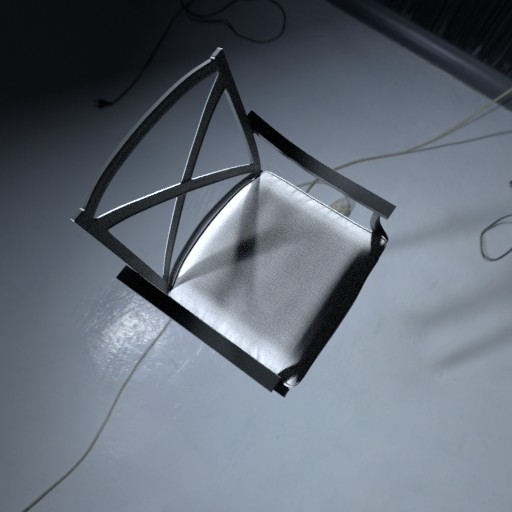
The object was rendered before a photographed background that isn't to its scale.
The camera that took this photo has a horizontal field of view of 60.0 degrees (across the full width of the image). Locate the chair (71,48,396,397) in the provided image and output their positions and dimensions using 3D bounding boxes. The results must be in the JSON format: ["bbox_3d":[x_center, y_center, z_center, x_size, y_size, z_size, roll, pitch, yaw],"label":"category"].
[{"bbox_3d":[0.000,0.000,1.306,0.620,0.889,0.575,35,78,8],"label":"chair"}]
